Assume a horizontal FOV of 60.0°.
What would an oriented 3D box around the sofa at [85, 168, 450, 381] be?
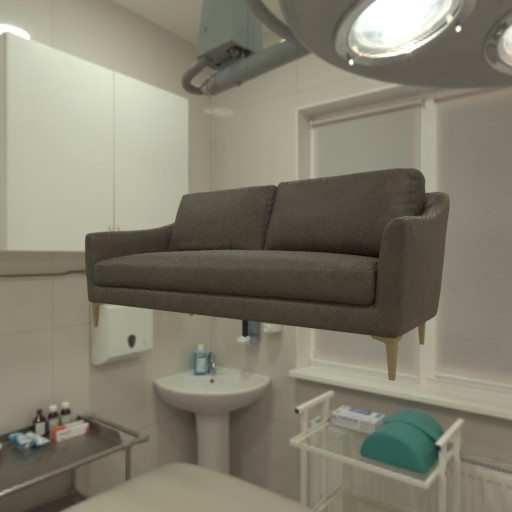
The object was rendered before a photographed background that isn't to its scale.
[{"bbox_3d":[0.000,0.000,2.545,2.036,0.902,0.960,0,0,38],"label":"sofa"}]
